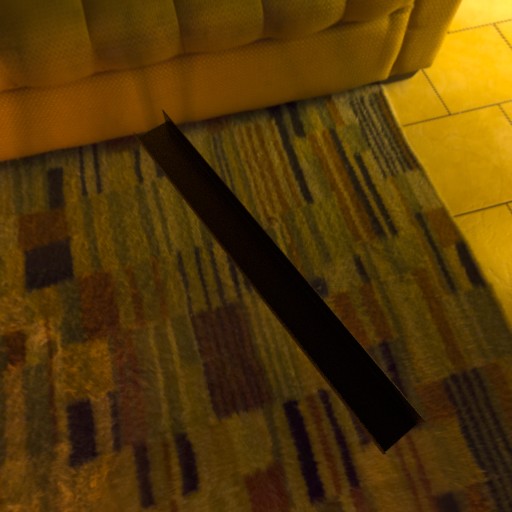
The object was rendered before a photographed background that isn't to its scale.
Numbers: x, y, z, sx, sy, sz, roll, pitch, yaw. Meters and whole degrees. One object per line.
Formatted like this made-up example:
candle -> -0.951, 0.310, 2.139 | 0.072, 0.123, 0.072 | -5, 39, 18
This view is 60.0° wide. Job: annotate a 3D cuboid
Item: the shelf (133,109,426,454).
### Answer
shelf -> 0.000, 0.000, 0.977 | 0.092, 0.049, 0.924 | -34, 70, -14
